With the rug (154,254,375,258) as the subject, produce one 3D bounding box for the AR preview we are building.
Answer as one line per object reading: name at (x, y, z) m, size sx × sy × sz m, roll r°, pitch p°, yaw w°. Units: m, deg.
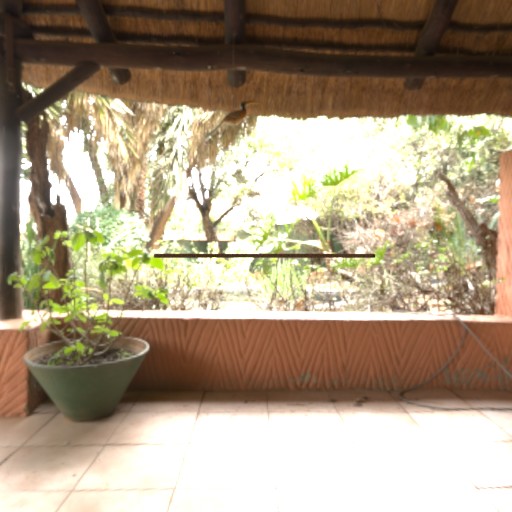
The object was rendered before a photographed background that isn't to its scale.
rug at (0.000, 0.000, 2.729) m, size 0.764 × 0.017 × 2.439 m, roll 0°, pitch 0°, yaw -1°
